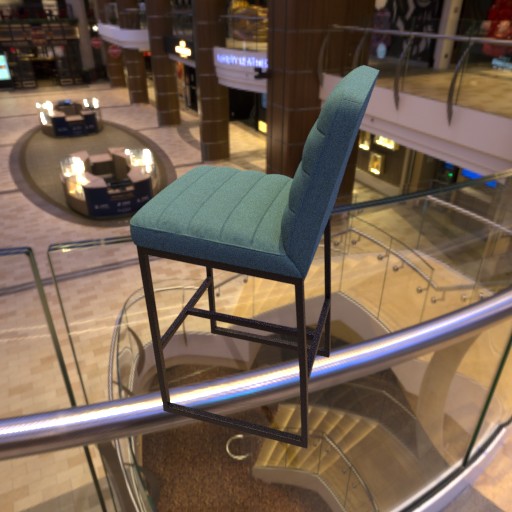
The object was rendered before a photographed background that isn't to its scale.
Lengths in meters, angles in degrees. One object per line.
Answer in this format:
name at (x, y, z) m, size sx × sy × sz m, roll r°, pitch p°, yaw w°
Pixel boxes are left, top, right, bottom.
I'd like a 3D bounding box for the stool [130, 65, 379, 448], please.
stool at (0.000, 0.000, 1.333) m, size 0.560 × 1.040 × 0.460 m, roll 9°, pitch 31°, yaw 15°
